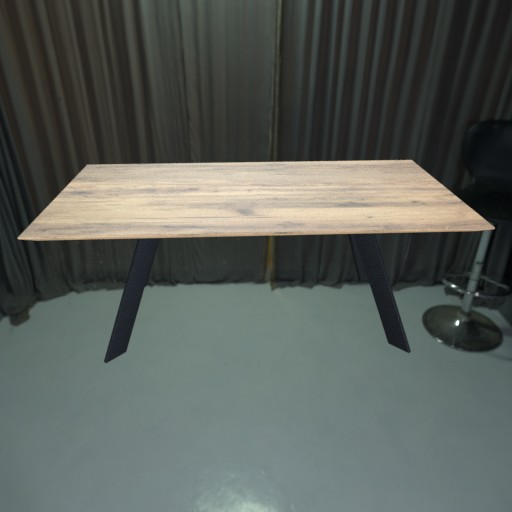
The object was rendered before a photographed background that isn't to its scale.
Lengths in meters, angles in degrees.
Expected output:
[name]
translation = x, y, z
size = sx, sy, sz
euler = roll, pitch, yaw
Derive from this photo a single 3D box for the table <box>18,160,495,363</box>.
[table]
translation = 0.000, 0.000, 2.477
size = 2.000, 0.770, 1.000
euler = -1, 29, -2
